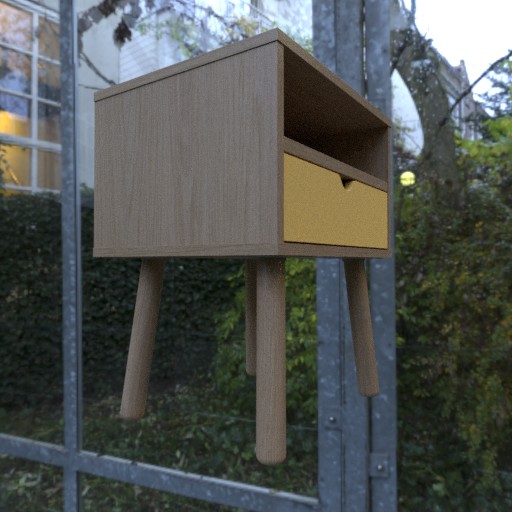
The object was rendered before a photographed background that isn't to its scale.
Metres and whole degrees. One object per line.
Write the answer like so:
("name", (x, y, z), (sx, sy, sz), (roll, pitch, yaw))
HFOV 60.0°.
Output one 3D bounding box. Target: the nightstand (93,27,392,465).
("nightstand", (0.000, 0.000, 0.850), (0.380, 0.571, 0.450), (-1, -1, 35))
